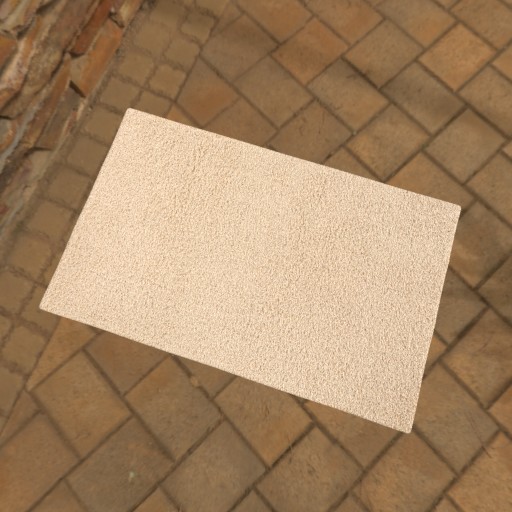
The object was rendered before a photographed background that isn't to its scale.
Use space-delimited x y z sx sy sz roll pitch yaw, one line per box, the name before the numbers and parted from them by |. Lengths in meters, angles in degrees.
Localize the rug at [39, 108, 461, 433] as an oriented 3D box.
rug | 0.000 0.000 2.928 2.438 0.030 1.524 18 76 4
